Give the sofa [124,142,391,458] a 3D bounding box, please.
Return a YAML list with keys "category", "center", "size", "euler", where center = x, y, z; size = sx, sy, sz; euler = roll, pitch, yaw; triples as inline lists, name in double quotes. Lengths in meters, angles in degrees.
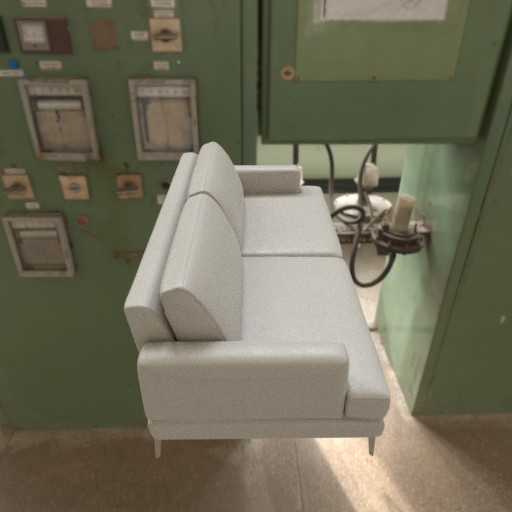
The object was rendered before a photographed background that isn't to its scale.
- category: "sofa"
  center: [0.000, 0.000, 2.401]
  size: [0.974, 0.765, 1.940]
  euler: [0, 32, -1]
